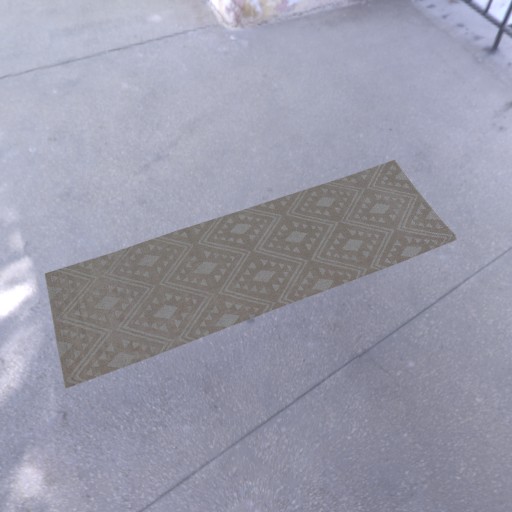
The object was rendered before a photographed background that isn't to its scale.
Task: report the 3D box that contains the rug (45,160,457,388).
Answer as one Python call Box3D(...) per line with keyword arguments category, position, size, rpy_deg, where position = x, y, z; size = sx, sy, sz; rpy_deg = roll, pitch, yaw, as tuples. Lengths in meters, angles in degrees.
Box3D(category="rug", position=(0.000, 0.000, 2.734), size=(2.452, 0.051, 0.752), rpy_deg=(-19, 59, -12))
